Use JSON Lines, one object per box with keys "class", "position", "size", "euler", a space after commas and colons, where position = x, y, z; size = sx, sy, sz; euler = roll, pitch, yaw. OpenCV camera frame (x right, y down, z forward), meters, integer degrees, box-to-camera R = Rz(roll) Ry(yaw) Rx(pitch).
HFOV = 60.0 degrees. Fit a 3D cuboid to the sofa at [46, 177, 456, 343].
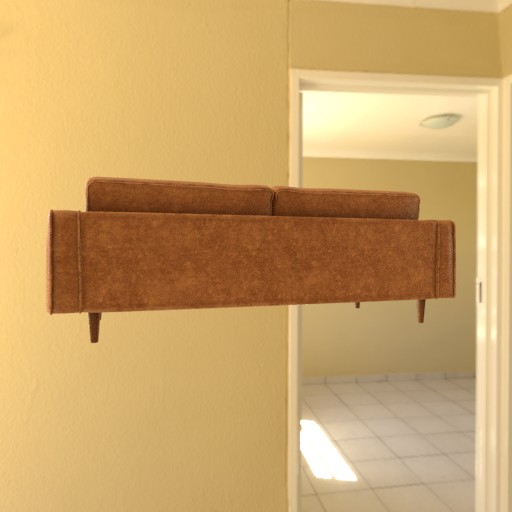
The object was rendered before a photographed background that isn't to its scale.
{"class": "sofa", "position": [0.000, 0.000, 2.643], "size": [2.199, 0.779, 0.886], "euler": [0, 1, -18]}
